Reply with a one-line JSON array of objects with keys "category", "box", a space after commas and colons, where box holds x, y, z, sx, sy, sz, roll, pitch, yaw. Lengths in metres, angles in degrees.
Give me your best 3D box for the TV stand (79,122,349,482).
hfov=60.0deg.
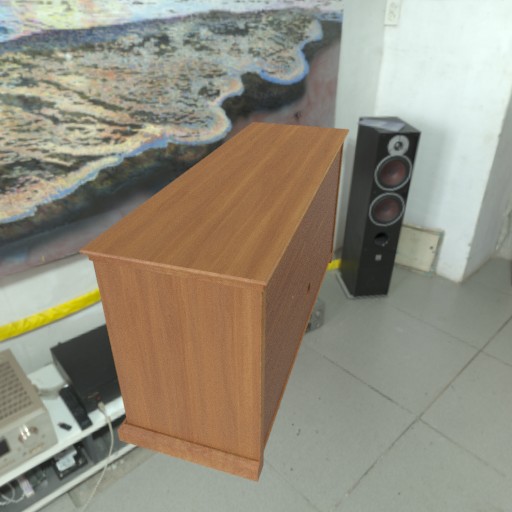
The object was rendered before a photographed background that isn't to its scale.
[{"category": "TV stand", "box": [0.000, 0.000, 1.511, 0.417, 0.607, 1.181, 9, 31, 15]}]
